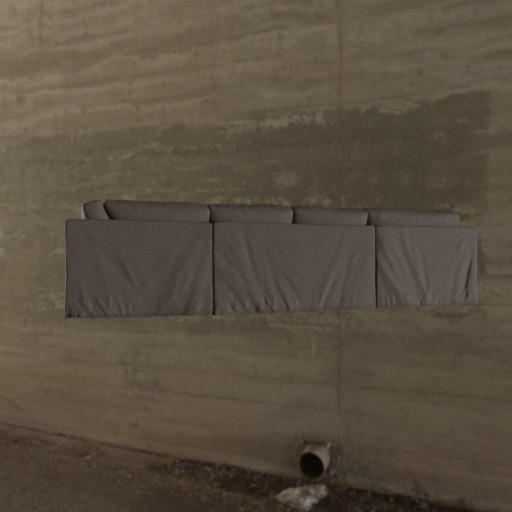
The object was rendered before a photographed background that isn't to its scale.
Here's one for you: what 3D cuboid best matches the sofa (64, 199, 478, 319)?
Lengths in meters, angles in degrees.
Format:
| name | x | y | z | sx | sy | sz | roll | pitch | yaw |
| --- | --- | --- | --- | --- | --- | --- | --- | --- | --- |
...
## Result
| name | x | y | z | sx | sy | sz | roll | pitch | yaw |
| --- | --- | --- | --- | --- | --- | --- | --- | --- | --- |
| sofa | 0.000 | 0.000 | 4.658 | 3.528 | 0.878 | 2.476 | 0 | 0 | -17 |
